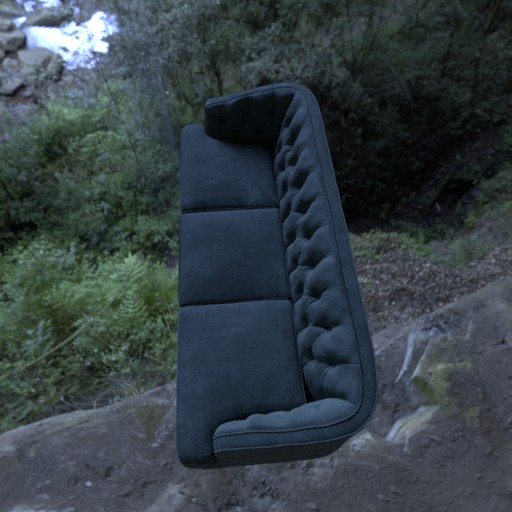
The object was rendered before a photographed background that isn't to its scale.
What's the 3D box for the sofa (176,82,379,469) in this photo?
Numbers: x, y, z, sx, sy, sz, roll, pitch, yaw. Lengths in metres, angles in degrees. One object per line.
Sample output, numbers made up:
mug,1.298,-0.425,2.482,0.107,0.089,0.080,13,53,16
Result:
sofa,0.000,0.000,2.690,0.941,0.855,2.278,-4,58,-2
